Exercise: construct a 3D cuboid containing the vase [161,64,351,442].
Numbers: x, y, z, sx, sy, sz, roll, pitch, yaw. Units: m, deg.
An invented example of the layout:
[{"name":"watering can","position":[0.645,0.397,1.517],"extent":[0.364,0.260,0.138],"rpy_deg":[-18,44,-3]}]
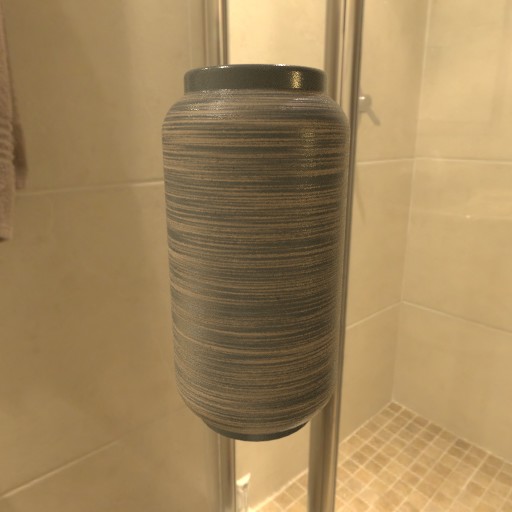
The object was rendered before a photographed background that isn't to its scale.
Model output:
[{"name":"vase","position":[0.000,0.000,0.300],"extent":[0.116,0.230,0.116],"rpy_deg":[0,16,0]}]
